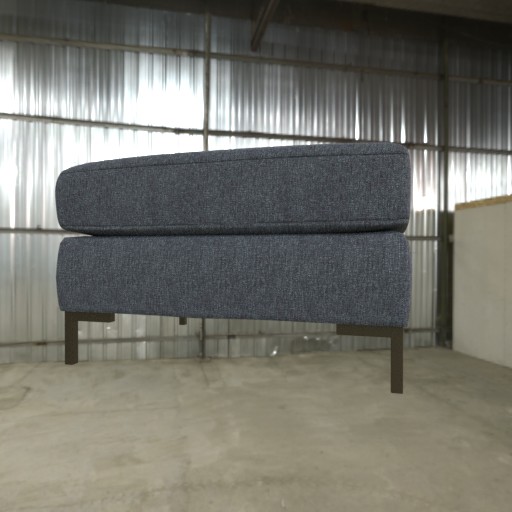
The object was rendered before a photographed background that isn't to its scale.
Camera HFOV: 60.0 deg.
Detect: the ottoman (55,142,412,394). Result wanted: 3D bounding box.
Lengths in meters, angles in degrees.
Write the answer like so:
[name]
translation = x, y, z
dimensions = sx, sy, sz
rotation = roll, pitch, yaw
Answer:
[ottoman]
translation = 0.000, 0.000, 1.287
dimensions = 0.831, 0.533, 0.695
rotation = 0, 1, 17
